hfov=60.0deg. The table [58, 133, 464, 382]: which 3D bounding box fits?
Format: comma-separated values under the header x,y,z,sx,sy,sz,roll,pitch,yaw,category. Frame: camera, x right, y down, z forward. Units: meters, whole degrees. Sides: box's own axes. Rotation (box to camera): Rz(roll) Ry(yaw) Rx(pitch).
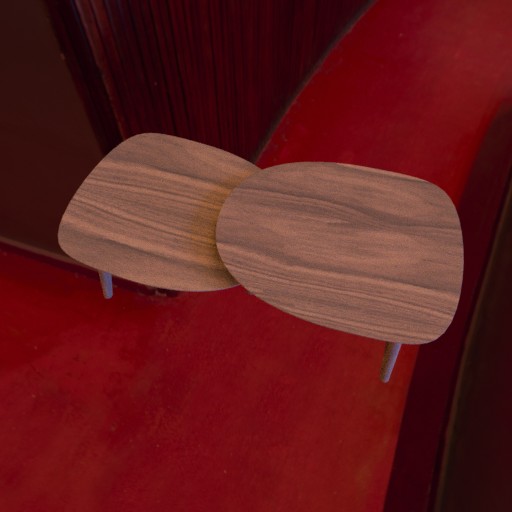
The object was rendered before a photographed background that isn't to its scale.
x,y,z,sx,sy,sz,roll,pitch,yaw,category
0.000,0.000,1.371,1.084,0.429,0.527,15,59,9,table
